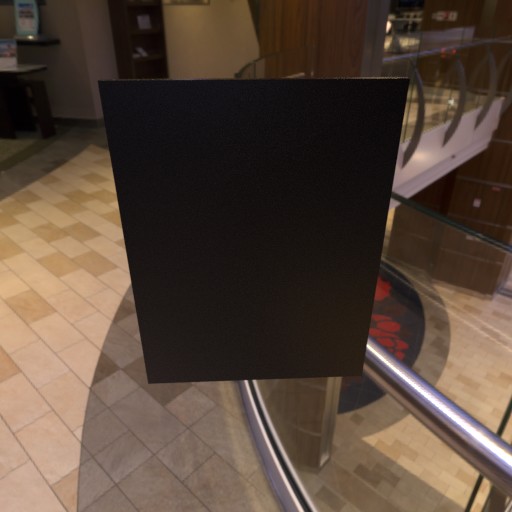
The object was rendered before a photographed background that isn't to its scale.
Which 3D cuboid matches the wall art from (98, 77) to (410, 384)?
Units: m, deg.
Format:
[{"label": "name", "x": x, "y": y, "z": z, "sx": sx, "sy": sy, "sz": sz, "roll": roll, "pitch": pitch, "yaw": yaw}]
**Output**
[{"label": "wall art", "x": 0.000, "y": 0.000, "z": 0.777, "sx": 0.442, "sy": 0.582, "sz": 0.013, "roll": -1, "pitch": 30, "yaw": -2}]
